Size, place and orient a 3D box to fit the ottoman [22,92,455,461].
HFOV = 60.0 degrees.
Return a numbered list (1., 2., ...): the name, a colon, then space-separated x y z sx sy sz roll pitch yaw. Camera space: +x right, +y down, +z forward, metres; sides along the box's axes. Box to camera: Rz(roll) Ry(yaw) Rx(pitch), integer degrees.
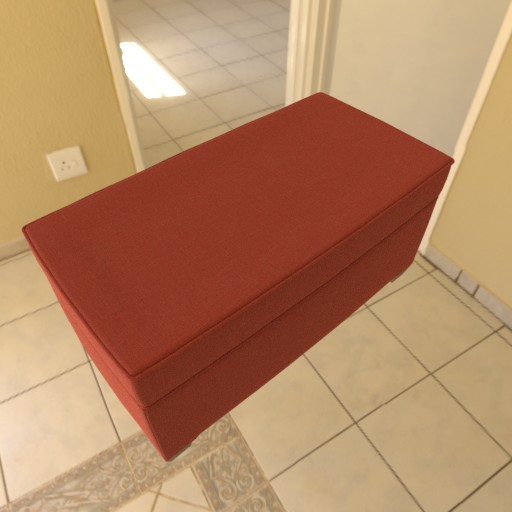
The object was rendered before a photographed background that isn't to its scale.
1. ottoman: 0.000 0.000 1.188 0.948 0.454 0.497 -32 55 -26
